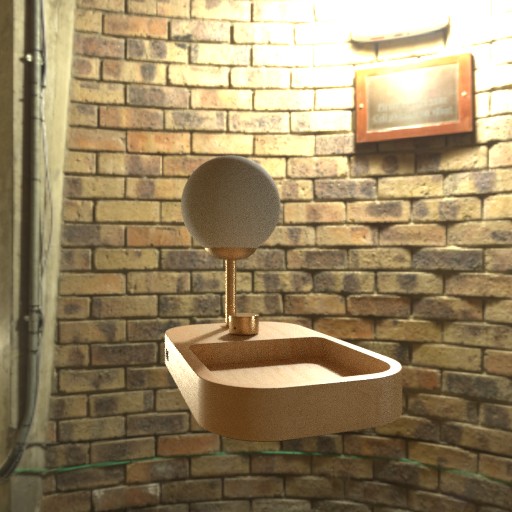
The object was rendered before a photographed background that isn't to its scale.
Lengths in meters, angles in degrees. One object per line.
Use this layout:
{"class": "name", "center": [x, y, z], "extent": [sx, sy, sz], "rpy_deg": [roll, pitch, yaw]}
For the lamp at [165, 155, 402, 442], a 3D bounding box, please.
{"class": "lamp", "center": [0.000, 0.000, 0.467], "extent": [0.173, 0.253, 0.331], "rpy_deg": [0, 0, -18]}
